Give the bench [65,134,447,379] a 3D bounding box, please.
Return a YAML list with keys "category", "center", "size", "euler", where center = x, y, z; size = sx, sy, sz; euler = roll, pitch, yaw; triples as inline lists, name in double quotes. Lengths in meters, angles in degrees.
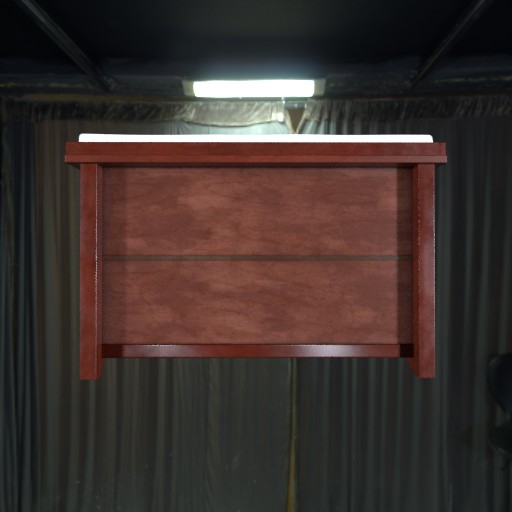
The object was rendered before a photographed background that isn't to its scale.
- category: "bench"
  center: [0.000, 0.000, 1.328]
  size: [0.987, 0.646, 0.369]
  euler: [0, -1, 0]
